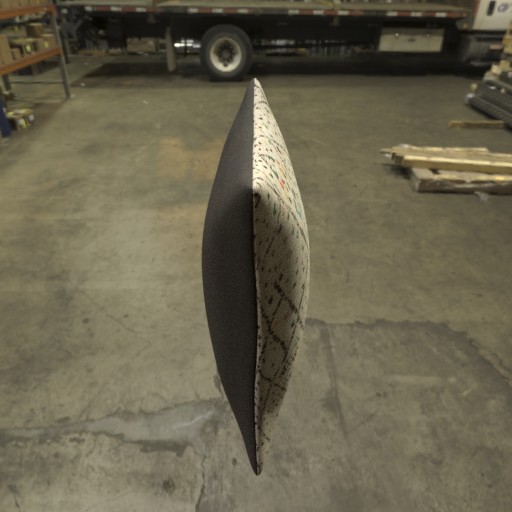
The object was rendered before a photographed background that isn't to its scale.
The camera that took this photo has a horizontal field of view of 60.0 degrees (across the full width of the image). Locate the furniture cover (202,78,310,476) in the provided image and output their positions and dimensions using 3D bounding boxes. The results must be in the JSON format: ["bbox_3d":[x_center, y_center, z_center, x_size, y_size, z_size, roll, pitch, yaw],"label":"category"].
[{"bbox_3d":[0.000,0.000,0.784,0.180,0.498,0.525,0,32,0],"label":"furniture cover"}]
